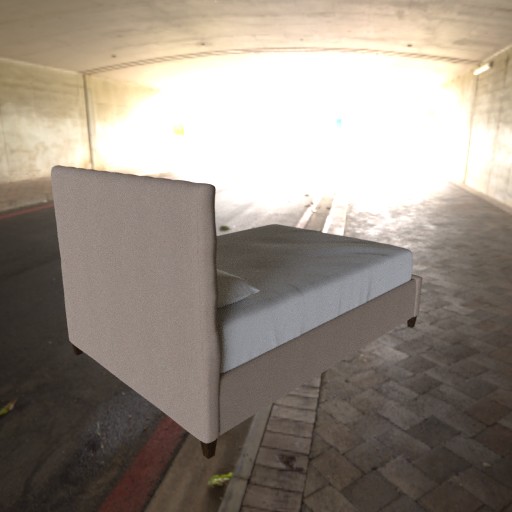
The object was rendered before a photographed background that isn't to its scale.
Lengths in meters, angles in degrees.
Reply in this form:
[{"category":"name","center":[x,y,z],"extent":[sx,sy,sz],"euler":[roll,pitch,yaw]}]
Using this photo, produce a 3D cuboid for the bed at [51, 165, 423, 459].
[{"category":"bed","center":[0.000,0.000,3.472],"extent":[1.698,1.427,2.387],"euler":[15,21,43]}]
